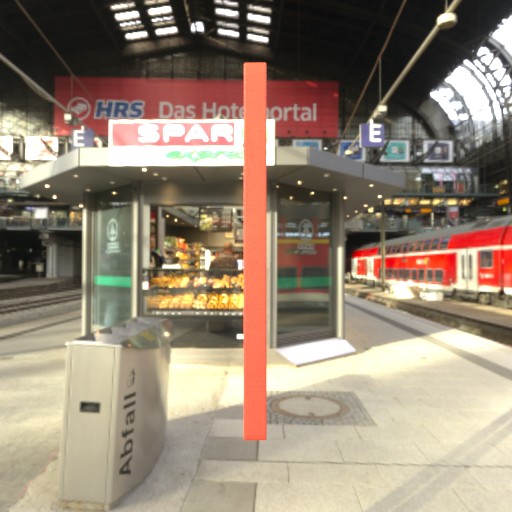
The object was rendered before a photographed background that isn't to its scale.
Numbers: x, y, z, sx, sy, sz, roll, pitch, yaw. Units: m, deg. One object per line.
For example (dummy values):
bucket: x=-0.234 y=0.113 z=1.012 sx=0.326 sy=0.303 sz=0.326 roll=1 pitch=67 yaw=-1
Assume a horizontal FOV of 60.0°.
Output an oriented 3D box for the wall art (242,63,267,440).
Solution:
wall art: x=0.000 y=0.000 z=1.165 sx=0.040 sy=0.609 sz=0.913 roll=0 pitch=-1 yaw=0
